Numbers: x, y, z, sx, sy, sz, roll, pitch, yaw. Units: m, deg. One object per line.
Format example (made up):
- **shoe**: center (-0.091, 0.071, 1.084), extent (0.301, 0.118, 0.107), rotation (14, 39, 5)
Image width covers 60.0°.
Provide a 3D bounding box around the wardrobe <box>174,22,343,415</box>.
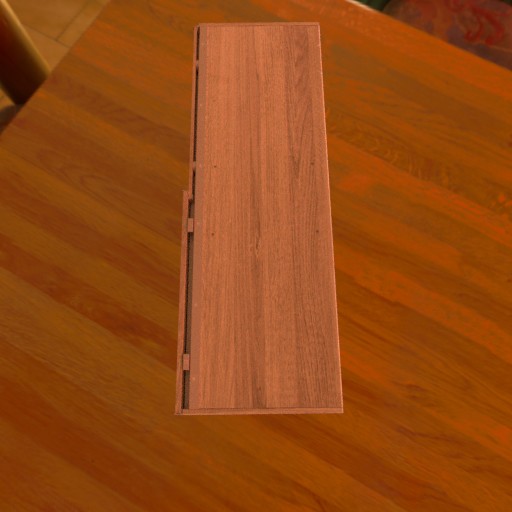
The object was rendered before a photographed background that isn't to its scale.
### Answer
- **wardrobe**: center (0.000, 0.000, 2.826), extent (0.629, 1.960, 1.780), rotation (-1, 74, 0)
